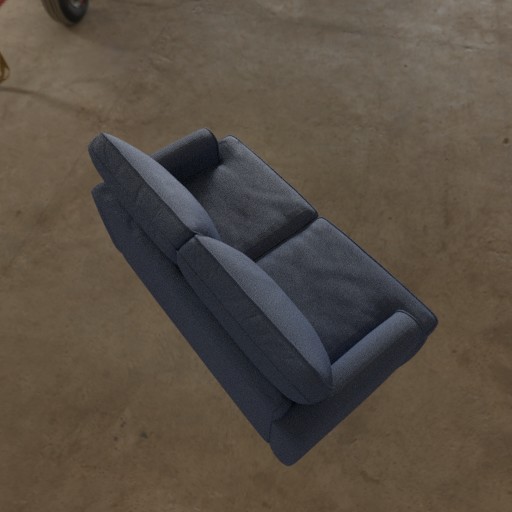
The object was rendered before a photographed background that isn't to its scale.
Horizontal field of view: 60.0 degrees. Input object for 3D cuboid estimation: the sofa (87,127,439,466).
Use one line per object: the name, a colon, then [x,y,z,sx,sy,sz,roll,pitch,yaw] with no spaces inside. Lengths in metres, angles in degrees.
sofa: [0.000,0.000,2.222,0.965,0.965,1.651,-34,63,-20]
